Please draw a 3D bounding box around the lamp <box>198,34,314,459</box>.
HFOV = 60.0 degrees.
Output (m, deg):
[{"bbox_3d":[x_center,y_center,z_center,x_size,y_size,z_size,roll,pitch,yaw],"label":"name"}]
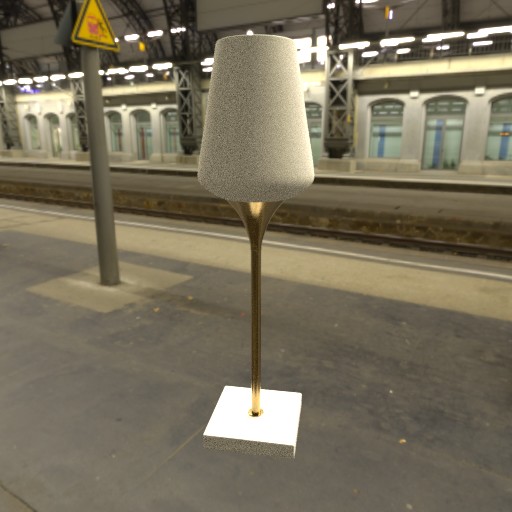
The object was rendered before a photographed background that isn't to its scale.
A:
[{"bbox_3d":[0.000,0.000,0.726,0.181,0.639,0.181,3,15,10],"label":"lamp"}]
